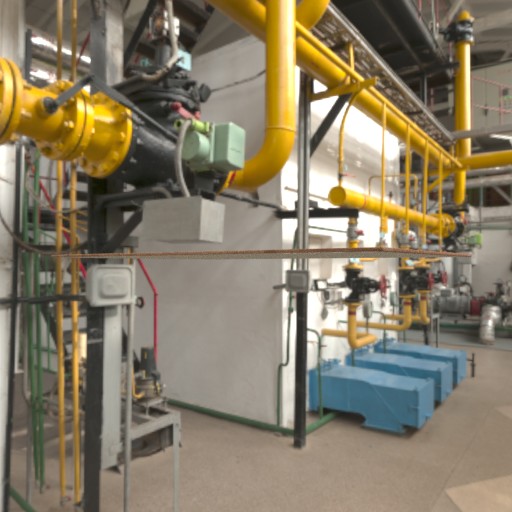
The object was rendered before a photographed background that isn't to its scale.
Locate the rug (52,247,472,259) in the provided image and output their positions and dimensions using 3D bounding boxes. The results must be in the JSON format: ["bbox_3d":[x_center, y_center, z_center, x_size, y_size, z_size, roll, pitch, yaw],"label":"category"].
[{"bbox_3d":[0.000,0.000,2.315,1.829,0.014,1.219,-1,-1,37],"label":"rug"}]
